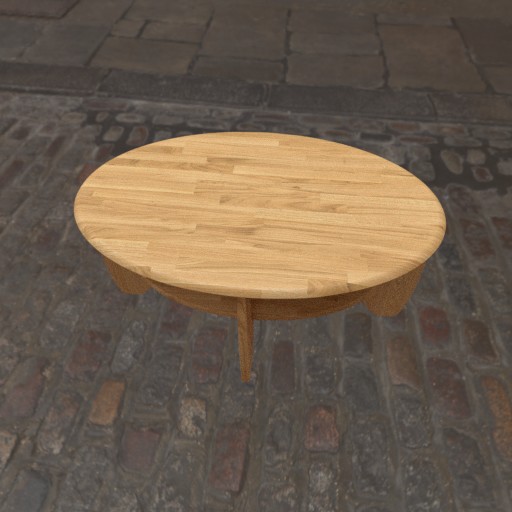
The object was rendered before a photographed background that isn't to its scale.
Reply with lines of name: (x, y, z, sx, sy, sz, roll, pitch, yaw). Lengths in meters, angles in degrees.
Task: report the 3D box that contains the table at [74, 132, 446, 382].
table: (0.000, 0.000, 1.418, 1.040, 0.490, 0.690, 5, 47, 4)
